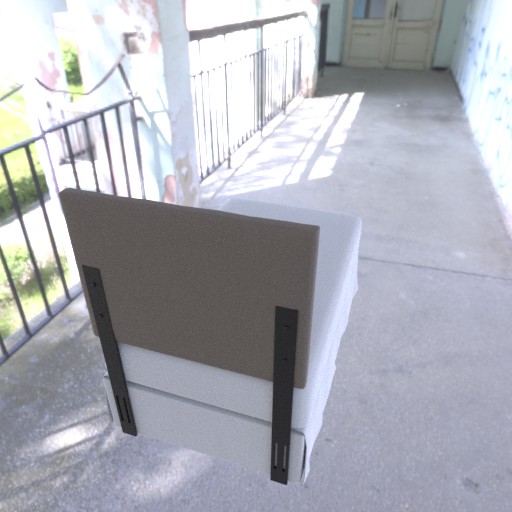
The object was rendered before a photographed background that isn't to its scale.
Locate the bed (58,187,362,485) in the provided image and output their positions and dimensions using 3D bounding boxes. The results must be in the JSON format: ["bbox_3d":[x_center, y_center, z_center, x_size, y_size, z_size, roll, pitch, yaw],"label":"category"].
[{"bbox_3d":[0.000,0.000,2.935,1.261,1.571,1.997,10,33,16],"label":"bed"}]
